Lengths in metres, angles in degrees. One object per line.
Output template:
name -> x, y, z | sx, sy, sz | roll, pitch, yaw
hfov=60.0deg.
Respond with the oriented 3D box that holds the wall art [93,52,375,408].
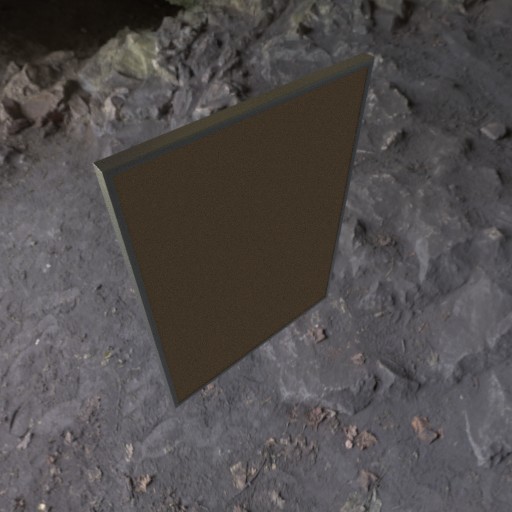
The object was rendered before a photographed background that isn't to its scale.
wall art -> 0.000, 0.000, 1.424 | 0.803, 1.062, 0.041 | -32, 55, -26
